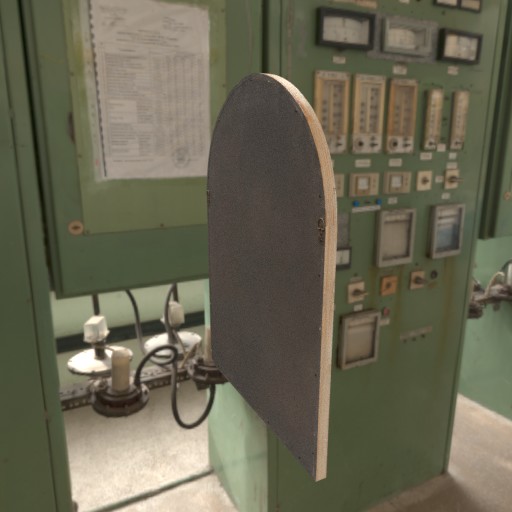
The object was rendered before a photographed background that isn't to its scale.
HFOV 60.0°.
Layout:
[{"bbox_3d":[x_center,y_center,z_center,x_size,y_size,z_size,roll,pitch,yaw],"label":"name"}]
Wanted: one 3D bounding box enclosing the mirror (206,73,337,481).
[{"bbox_3d":[0.000,0.000,1.200,0.032,0.920,0.660,-7,16,-26],"label":"mirror"}]
